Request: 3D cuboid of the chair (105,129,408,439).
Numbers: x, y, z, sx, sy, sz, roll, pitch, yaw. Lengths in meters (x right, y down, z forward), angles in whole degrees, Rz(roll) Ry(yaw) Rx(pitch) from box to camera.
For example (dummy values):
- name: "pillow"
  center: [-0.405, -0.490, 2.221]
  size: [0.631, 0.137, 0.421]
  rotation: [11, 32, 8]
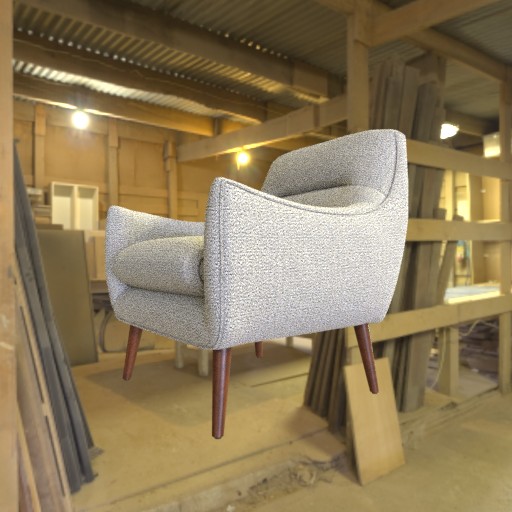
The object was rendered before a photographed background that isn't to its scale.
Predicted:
- name: "chair"
  center: [0.000, 0.000, 1.453]
  size: [0.787, 0.838, 0.762]
  rotation: [0, 0, -36]
